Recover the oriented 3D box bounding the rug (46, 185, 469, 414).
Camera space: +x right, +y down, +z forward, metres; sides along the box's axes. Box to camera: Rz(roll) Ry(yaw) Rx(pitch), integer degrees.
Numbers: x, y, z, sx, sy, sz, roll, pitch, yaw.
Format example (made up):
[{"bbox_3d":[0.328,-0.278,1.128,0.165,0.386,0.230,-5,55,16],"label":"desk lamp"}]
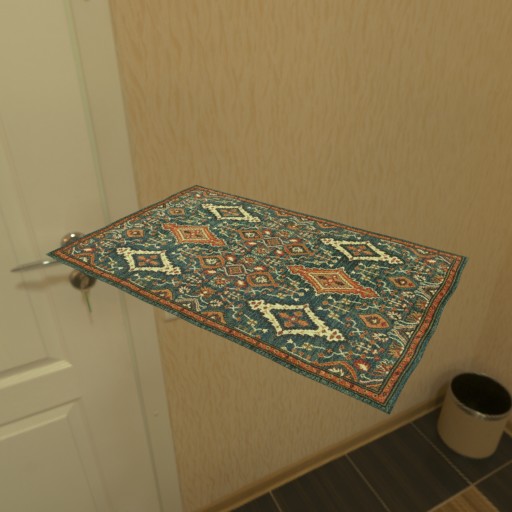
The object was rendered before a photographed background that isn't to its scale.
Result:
[{"bbox_3d":[0.000,0.000,4.158,3.371,0.008,2.190,19,35,29],"label":"rug"}]
